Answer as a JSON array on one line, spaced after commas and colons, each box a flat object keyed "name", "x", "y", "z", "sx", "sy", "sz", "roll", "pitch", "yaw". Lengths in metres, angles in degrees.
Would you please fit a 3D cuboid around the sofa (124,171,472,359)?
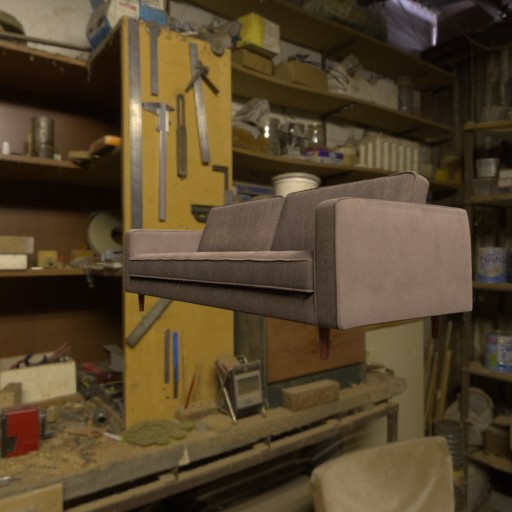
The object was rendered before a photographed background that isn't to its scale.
[{"name": "sofa", "x": 0.000, "y": 0.000, "z": 2.737, "sx": 0.923, "sy": 0.813, "sz": 2.295, "roll": 0, "pitch": 0, "yaw": -36}]
